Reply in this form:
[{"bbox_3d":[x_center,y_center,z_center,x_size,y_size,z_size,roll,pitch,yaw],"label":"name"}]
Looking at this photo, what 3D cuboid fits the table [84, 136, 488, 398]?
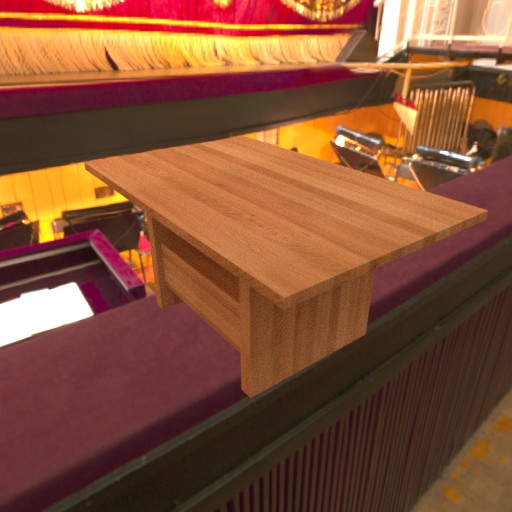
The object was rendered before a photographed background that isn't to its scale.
[{"bbox_3d":[0.000,0.000,1.485,0.700,0.510,1.100,-19,33,-32],"label":"table"}]
